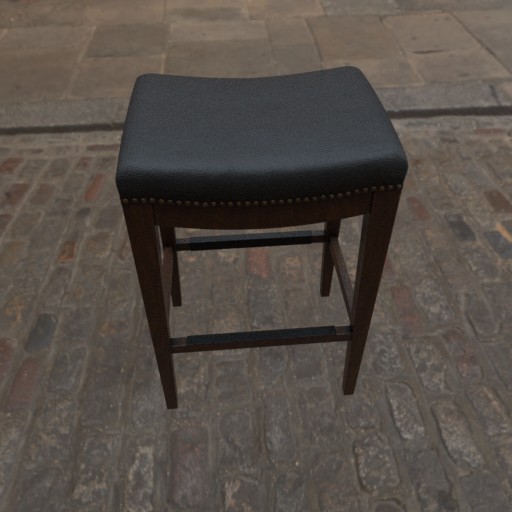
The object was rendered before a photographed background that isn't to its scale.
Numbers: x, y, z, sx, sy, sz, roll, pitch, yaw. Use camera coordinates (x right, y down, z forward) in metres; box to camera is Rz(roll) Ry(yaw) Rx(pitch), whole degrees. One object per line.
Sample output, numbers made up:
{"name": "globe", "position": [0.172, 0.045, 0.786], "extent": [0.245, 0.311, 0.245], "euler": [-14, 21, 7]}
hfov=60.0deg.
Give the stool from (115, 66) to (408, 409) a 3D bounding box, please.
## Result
{"name": "stool", "position": [0.000, 0.000, 1.030], "extent": [0.500, 0.765, 0.361], "euler": [-3, 47, -3]}
